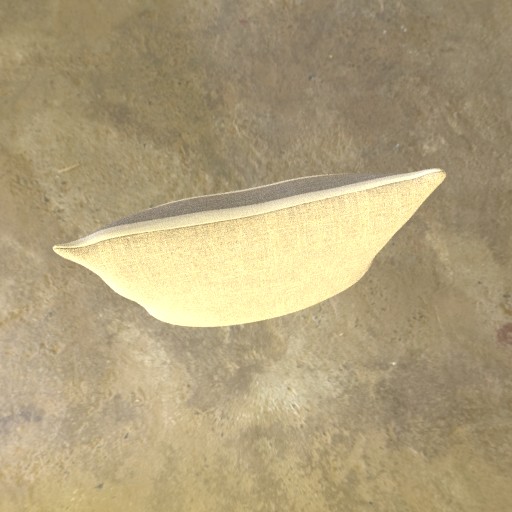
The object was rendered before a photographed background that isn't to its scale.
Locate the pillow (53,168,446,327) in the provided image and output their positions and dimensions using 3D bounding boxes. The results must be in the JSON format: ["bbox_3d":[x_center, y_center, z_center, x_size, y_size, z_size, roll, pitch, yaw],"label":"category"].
[{"bbox_3d":[0.000,0.000,0.679,0.439,0.440,0.182,-11,76,-3],"label":"pillow"}]
